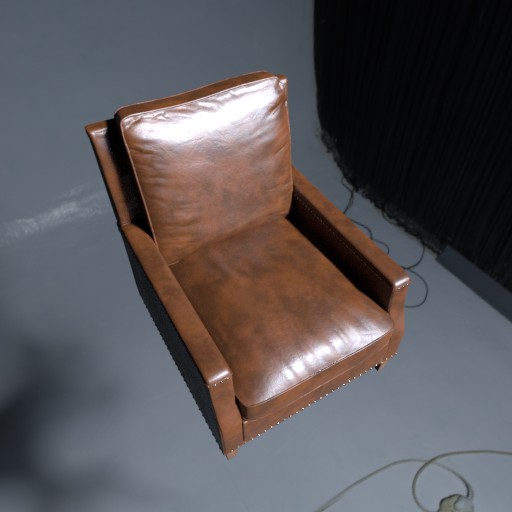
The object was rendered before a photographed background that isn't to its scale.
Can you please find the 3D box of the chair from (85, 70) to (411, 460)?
[{"bbox_3d":[0.000,0.000,1.770,0.854,1.054,1.035,-23,51,-20],"label":"chair"}]
